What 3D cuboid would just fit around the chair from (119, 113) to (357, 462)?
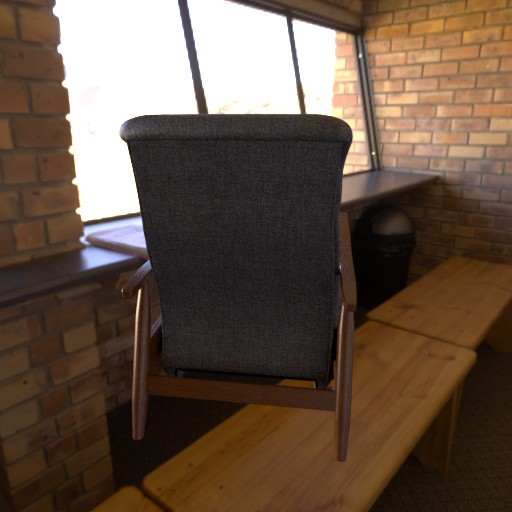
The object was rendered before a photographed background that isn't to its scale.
[{"bbox_3d":[0.000,0.000,1.792,0.762,1.082,1.030,2,17,8],"label":"chair"}]
